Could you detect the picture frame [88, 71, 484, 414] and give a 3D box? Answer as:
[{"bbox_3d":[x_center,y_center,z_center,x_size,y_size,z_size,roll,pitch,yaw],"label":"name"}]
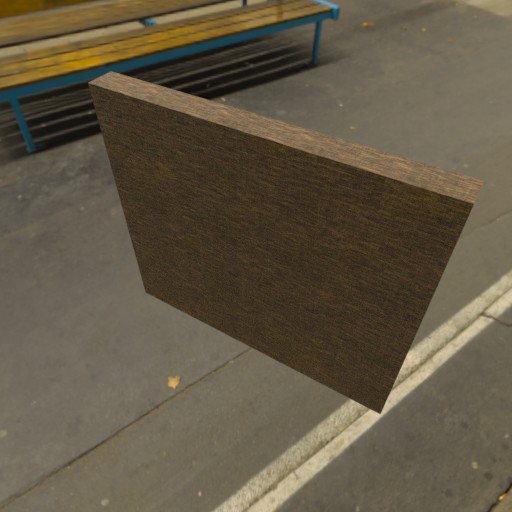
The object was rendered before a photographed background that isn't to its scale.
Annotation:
[{"bbox_3d":[0.000,0.000,0.508,0.378,0.330,0.033,23,50,21],"label":"picture frame"}]
